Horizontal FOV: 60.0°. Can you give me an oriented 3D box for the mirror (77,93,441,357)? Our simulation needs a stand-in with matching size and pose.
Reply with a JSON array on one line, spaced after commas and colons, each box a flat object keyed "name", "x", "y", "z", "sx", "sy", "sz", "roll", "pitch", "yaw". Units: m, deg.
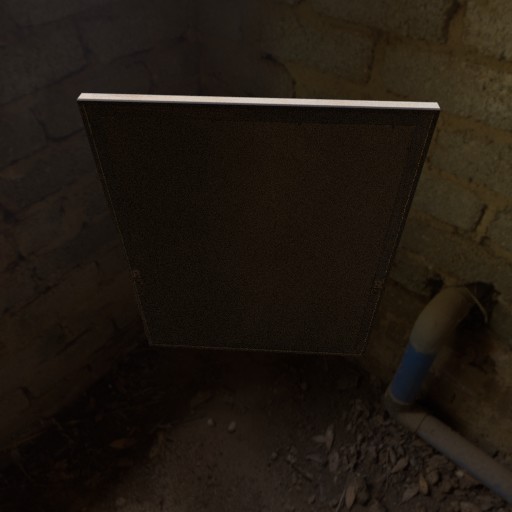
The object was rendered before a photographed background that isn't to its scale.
[{"name": "mirror", "x": 0.000, "y": 0.000, "z": 1.209, "sx": 0.730, "sy": 0.882, "sz": 0.032, "roll": 2, "pitch": 45, "yaw": 2}]
